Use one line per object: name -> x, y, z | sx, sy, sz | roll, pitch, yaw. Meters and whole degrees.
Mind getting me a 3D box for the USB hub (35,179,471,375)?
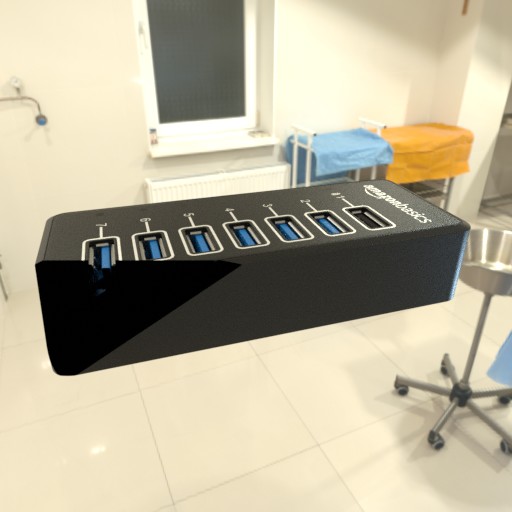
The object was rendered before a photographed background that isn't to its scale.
USB hub -> 0.000, 0.000, 0.126 | 0.110, 0.023, 0.044 | -8, 29, -15
